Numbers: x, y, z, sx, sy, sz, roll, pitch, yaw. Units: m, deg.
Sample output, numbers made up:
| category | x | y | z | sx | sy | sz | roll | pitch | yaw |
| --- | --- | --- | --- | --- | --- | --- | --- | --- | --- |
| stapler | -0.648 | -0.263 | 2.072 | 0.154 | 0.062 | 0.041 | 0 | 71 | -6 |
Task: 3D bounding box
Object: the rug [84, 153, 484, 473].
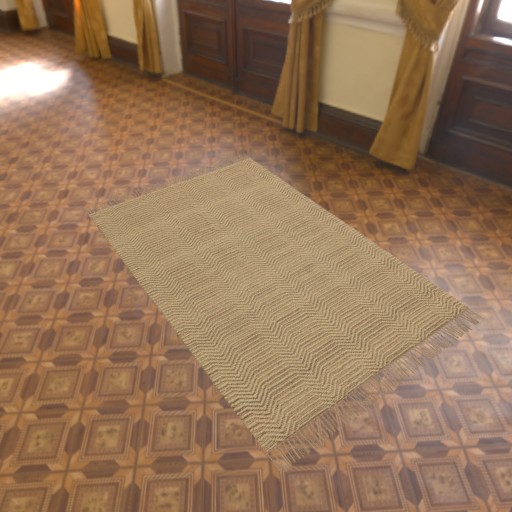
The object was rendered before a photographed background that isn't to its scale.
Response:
| category | x | y | z | sx | sy | sz | roll | pitch | yaw |
| --- | --- | --- | --- | --- | --- | --- | --- | --- | --- |
| rug | 0.000 | 0.000 | 2.433 | 1.224 | 0.027 | 2.021 | -25 | 47 | -26 |
